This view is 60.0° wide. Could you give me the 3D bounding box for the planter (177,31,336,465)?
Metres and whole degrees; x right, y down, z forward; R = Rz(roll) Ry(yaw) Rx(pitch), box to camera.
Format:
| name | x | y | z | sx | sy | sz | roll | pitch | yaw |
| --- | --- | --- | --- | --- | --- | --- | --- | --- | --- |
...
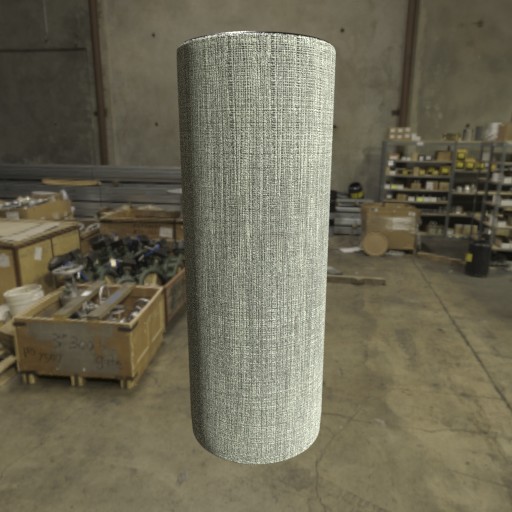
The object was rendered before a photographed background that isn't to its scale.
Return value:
| name | x | y | z | sx | sy | sz | roll | pitch | yaw |
| --- | --- | --- | --- | --- | --- | --- | --- | --- | --- |
| planter | 0.000 | 0.000 | 0.314 | 0.100 | 0.270 | 0.100 | 2 | 14 | 9 |
